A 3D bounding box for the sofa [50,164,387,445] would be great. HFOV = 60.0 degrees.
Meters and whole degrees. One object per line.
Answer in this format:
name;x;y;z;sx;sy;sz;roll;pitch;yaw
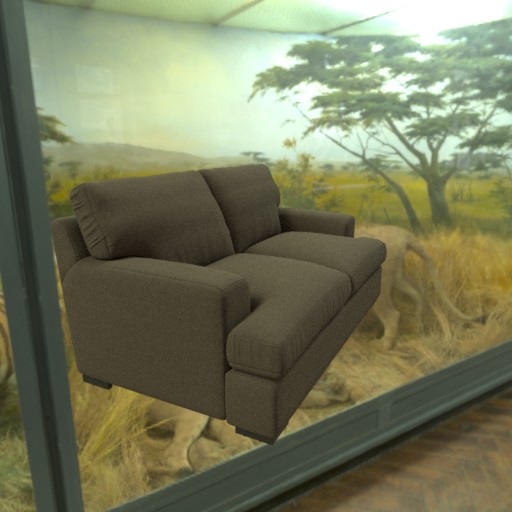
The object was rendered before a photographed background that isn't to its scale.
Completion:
sofa;0.000;0.000;2.537;1.140;0.950;1.869;7;16;26
